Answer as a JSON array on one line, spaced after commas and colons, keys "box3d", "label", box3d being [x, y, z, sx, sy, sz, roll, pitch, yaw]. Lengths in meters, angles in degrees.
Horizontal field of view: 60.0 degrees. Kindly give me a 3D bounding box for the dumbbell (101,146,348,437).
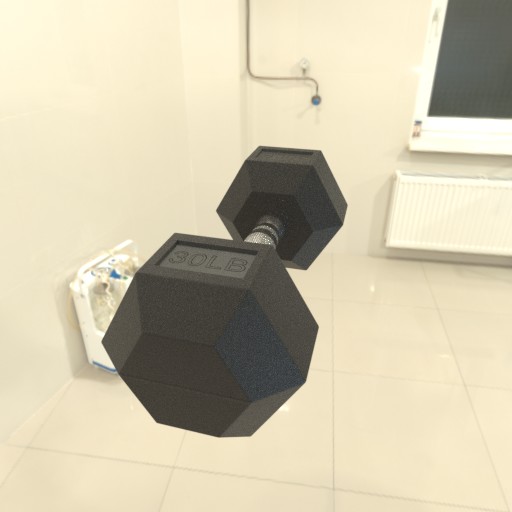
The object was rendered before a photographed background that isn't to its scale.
[{"box3d": [0.000, 0.000, 0.409, 0.142, 0.123, 0.337, 8, 30, 13], "label": "dumbbell"}]
